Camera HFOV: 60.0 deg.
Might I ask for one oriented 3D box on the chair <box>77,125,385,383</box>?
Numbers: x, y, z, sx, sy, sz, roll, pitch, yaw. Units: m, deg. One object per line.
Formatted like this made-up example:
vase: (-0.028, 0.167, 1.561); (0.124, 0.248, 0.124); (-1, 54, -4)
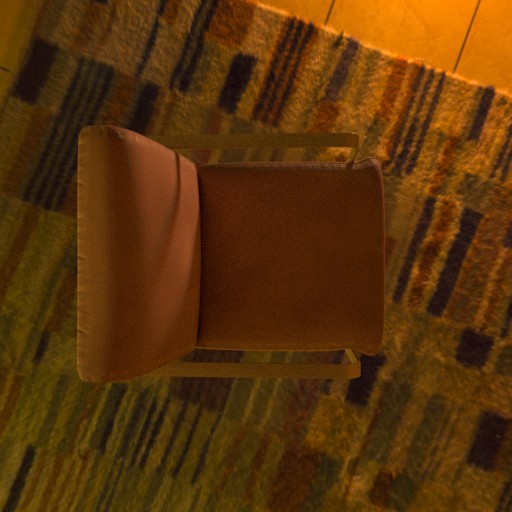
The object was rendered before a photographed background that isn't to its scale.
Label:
chair: (0.000, 0.000, 1.433); (0.848, 0.823, 0.701); (0, 89, -1)
